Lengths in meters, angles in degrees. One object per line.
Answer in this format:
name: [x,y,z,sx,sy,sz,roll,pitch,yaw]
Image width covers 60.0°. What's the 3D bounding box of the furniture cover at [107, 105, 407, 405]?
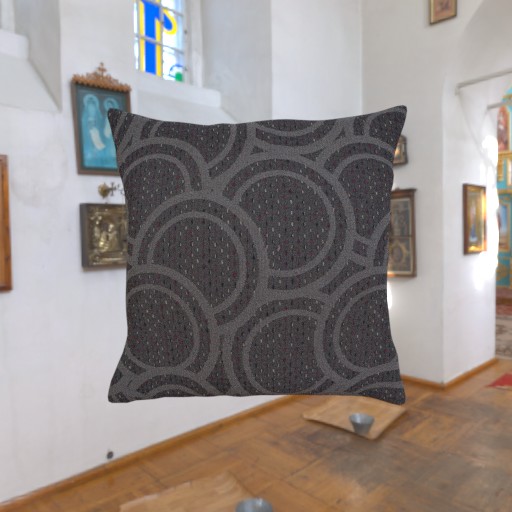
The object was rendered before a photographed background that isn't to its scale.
furniture cover: [0.000,0.000,0.763,0.514,0.513,0.163,0,1,1]
